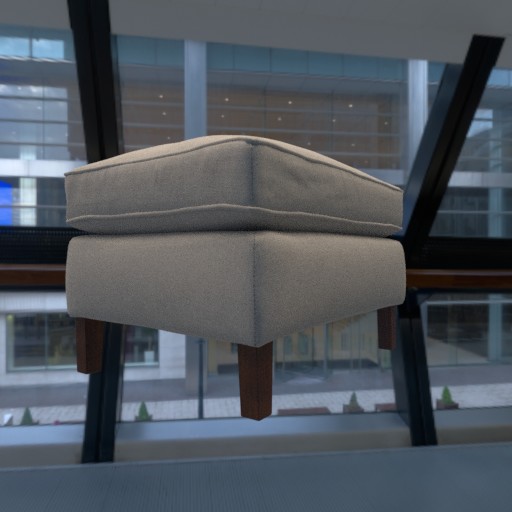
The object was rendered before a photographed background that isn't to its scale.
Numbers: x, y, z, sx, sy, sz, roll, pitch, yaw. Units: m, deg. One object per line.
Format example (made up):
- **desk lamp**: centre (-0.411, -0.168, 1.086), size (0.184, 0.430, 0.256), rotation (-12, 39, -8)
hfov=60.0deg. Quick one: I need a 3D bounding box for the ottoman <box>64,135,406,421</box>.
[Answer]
- **ottoman**: centre (0.000, 0.000, 0.984), size (0.501, 0.456, 0.665), rotation (0, 1, 36)
